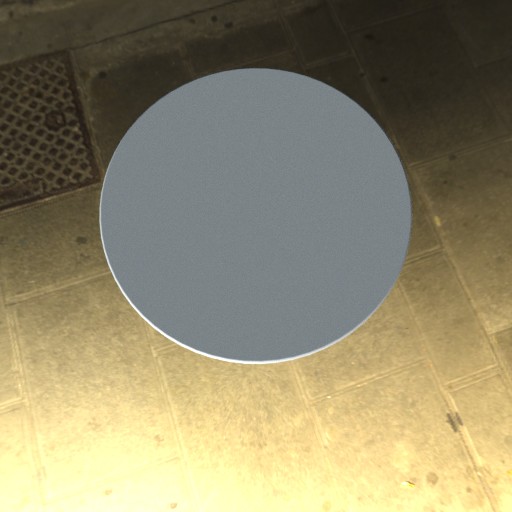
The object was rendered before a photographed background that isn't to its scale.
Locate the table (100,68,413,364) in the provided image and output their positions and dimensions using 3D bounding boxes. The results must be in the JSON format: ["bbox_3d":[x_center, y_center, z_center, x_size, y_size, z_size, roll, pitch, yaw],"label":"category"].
[{"bbox_3d":[0.000,0.000,1.653,0.795,1.105,0.792,-4,76,-1],"label":"table"}]
